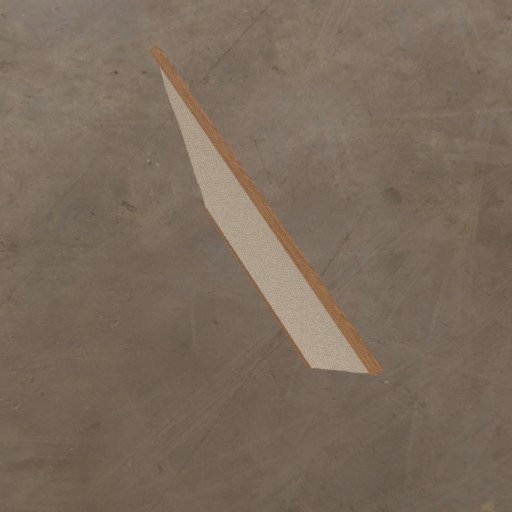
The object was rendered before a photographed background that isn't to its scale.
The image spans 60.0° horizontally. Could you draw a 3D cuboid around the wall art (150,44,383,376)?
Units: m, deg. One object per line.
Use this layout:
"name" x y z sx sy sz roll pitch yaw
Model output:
"wall art" 0.000 0.000 0.682 0.010 0.507 0.404 -32 78 -7
